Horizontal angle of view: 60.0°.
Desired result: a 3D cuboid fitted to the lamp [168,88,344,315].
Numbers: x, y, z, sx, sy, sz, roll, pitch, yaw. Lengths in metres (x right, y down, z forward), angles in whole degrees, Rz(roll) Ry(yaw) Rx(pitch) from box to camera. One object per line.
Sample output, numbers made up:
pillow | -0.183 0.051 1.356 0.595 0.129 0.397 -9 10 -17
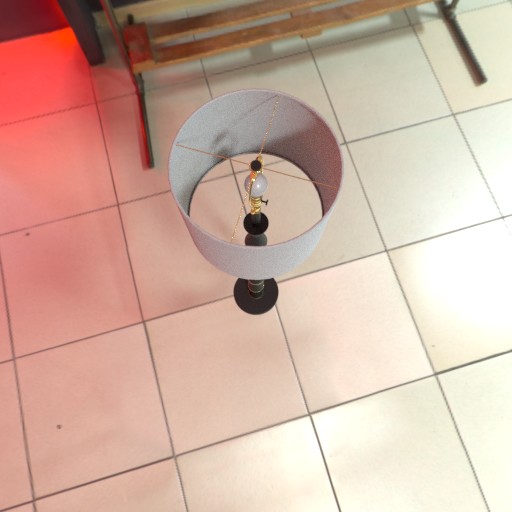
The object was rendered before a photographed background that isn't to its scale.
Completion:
lamp | 0.000 0.000 1.666 0.381 1.480 0.381 16 75 4
